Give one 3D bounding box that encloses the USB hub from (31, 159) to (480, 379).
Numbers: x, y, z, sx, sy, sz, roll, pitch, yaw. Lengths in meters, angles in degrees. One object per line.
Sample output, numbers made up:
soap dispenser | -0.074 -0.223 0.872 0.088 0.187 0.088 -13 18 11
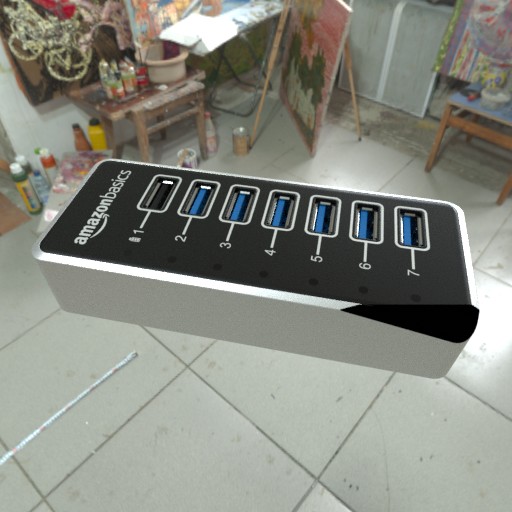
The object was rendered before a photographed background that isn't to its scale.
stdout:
USB hub | 0.000 0.000 0.126 0.110 0.023 0.044 9 48 8
